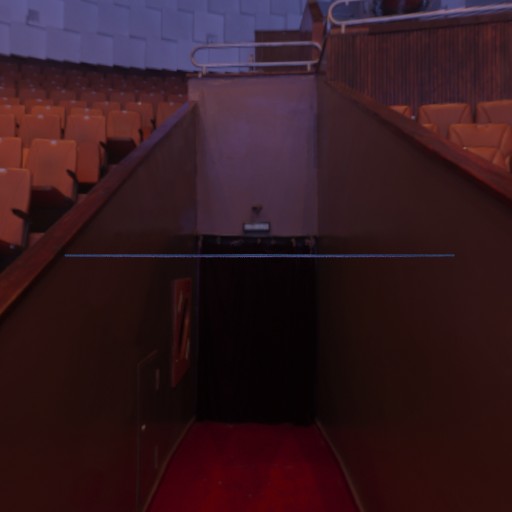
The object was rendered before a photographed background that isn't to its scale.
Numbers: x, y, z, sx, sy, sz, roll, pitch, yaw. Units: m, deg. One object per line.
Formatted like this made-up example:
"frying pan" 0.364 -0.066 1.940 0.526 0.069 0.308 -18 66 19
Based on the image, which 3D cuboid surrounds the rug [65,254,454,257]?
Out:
"rug" 0.000 0.000 2.870 1.522 0.010 2.311 0 0 -1
